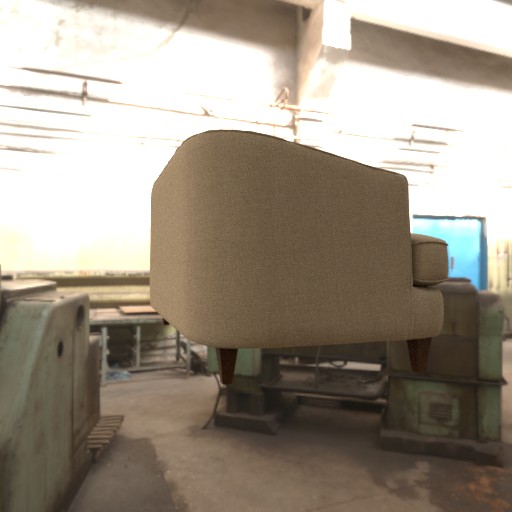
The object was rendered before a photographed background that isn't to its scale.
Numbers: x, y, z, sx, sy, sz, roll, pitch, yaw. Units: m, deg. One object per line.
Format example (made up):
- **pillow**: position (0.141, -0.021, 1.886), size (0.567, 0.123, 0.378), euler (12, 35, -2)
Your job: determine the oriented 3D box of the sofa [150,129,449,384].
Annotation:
- **sofa**: position (0.000, 0.000, 2.250), size (0.941, 0.855, 1.733), euler (0, -1, -19)
